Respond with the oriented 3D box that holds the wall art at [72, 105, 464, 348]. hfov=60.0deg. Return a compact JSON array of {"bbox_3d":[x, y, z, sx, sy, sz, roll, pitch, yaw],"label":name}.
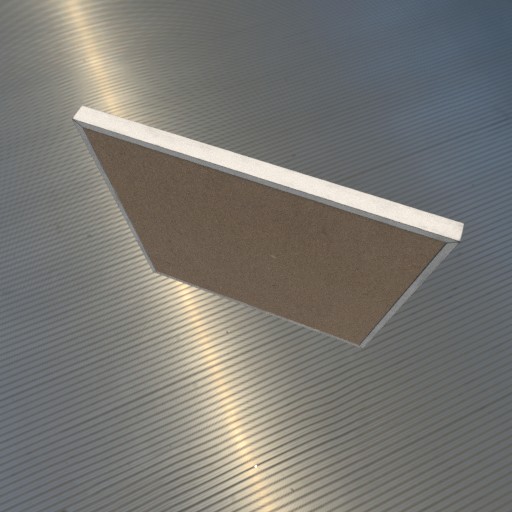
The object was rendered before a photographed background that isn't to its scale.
[{"bbox_3d":[0.000,0.000,1.166,0.762,0.762,0.038,19,66,9],"label":"wall art"}]
